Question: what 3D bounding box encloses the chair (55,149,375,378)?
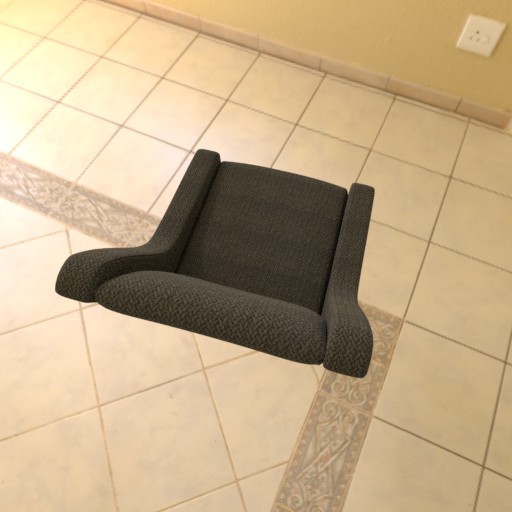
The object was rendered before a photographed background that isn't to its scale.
[{"bbox_3d":[0.000,0.000,1.675,0.793,1.012,0.944,14,63,7],"label":"chair"}]
